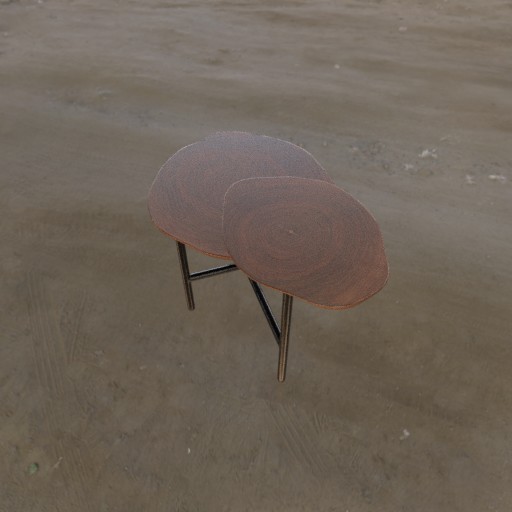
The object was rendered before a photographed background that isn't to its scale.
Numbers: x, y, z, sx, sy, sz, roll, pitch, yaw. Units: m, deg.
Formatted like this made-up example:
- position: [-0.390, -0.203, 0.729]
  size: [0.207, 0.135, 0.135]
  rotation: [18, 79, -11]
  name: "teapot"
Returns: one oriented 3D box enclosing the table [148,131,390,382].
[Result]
- position: [0.000, 0.000, 1.061]
  size: [0.442, 0.538, 0.759]
  rotation: [-13, 47, -12]
  name: "table"
